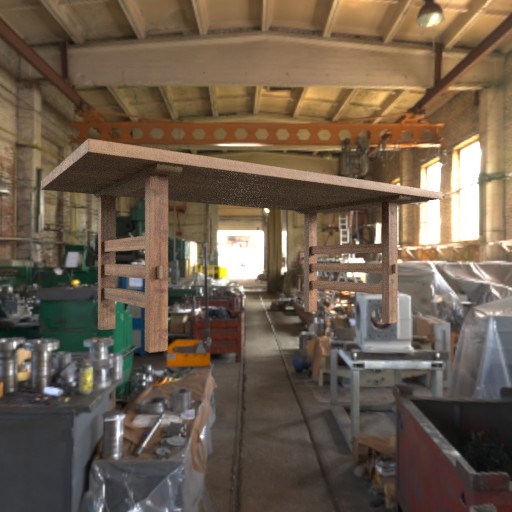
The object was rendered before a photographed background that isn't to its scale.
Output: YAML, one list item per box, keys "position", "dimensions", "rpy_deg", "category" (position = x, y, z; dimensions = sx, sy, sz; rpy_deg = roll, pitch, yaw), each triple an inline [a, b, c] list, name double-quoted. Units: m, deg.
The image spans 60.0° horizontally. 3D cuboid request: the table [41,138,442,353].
- position: [0.000, 0.000, 2.425]
  dimensions: [2.003, 0.760, 0.952]
  rpy_deg: [0, -1, -34]
  category: "table"
